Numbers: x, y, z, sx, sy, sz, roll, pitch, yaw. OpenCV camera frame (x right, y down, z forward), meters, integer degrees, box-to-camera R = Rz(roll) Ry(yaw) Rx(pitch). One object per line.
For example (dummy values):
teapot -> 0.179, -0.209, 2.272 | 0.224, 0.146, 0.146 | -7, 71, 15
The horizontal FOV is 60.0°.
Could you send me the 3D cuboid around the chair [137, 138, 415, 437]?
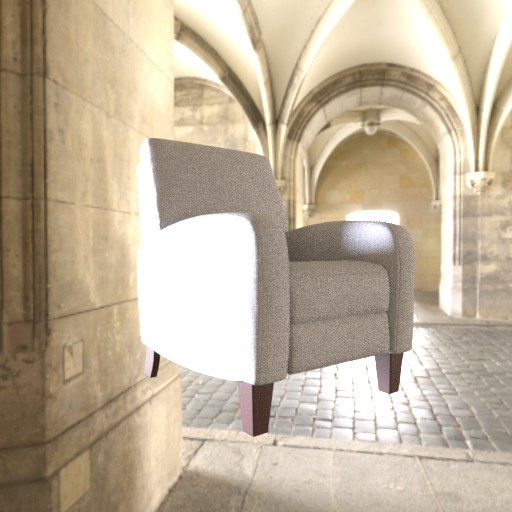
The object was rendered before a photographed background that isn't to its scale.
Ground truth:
chair -> 0.000, 0.000, 1.758 | 0.762, 0.990, 0.990 | -1, 1, -37
